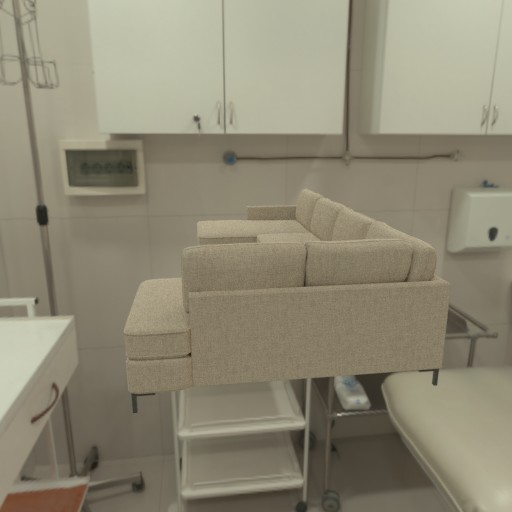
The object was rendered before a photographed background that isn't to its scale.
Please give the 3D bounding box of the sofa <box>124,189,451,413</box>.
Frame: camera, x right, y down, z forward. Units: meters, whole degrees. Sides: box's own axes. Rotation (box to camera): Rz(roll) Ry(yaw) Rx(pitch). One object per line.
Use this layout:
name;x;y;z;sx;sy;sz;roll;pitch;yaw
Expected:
sofa;0.000;0.000;4.303;2.021;0.996;3.423;-2;15;-8
